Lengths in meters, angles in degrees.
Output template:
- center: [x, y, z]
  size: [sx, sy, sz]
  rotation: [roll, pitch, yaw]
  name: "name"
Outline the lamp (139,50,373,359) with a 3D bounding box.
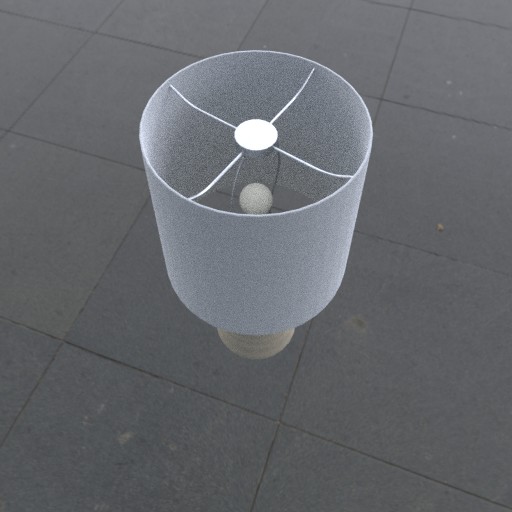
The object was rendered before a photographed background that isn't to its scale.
- center: [0.000, 0.000, 0.472]
  size: [0.186, 0.369, 0.186]
  rotation: [0, 59, 0]
  name: "lamp"
